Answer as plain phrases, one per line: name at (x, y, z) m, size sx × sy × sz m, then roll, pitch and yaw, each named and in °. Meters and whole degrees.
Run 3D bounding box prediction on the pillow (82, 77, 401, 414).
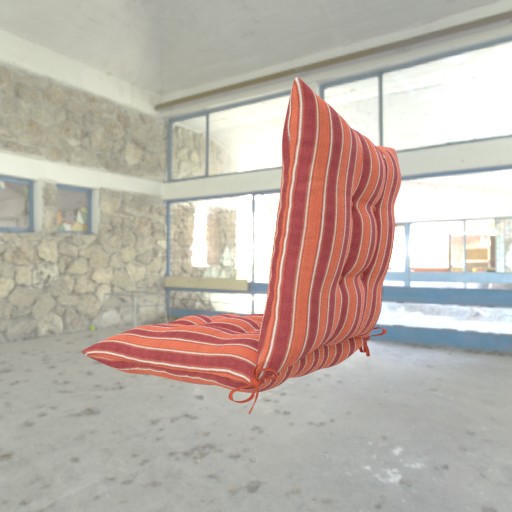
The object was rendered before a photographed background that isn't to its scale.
pillow at (0.000, 0.000, 1.019) m, size 0.585 × 0.536 × 0.541 m, roll -1°, pitch -1°, yaw 34°
